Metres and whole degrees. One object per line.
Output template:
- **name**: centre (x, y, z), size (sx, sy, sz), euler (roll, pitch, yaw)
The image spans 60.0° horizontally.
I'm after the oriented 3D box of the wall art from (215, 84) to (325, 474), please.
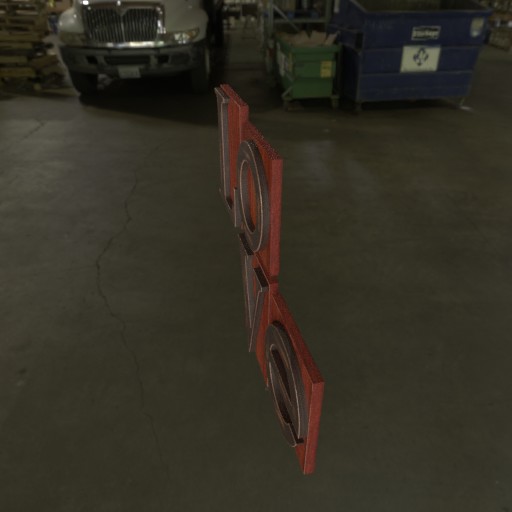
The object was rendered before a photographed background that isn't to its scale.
- **wall art**: centre (0.000, 0.000, 0.839), size (0.030, 0.497, 0.635), euler (-7, 33, -12)
